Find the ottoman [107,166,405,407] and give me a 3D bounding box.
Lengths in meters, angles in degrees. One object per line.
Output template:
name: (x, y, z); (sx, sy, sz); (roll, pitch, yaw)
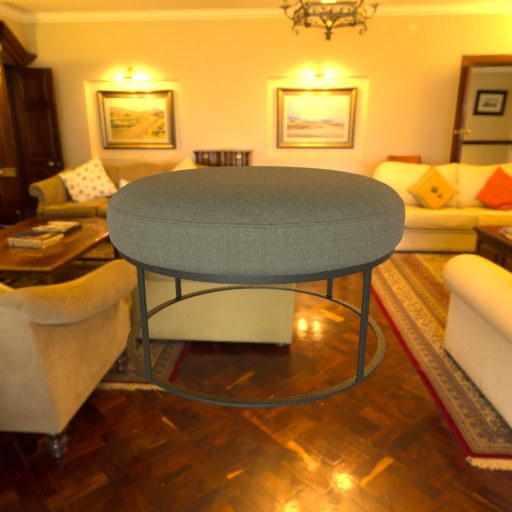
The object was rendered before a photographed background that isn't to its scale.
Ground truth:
ottoman: (0.000, 0.000, 1.234); (0.772, 0.460, 0.772); (0, 17, 0)
